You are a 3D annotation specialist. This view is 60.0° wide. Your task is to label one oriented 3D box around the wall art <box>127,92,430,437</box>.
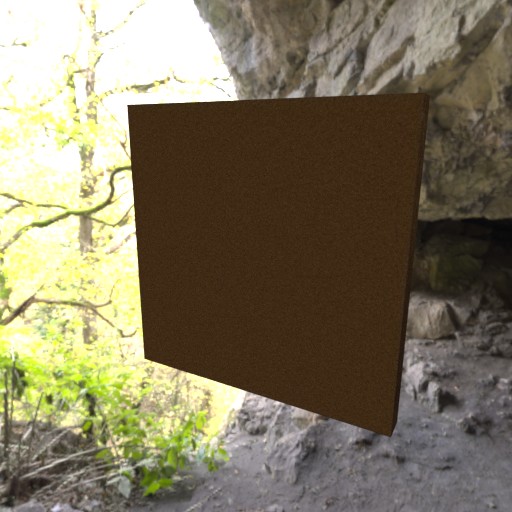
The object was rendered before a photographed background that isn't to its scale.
[{"bbox_3d":[0.000,0.000,0.607,0.406,0.403,0.039,8,18,28],"label":"wall art"}]
